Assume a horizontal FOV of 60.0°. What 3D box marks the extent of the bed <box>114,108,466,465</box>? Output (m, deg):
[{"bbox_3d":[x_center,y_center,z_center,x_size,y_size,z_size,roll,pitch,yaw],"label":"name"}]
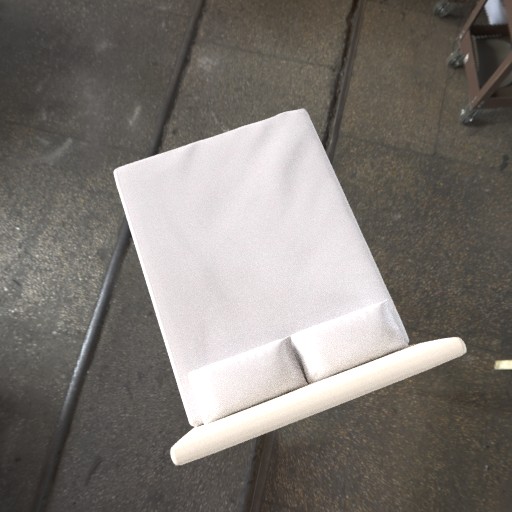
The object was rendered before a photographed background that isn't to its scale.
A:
[{"bbox_3d":[0.000,0.000,3.163,1.713,1.330,2.142,-19,76,-5],"label":"bed"}]
